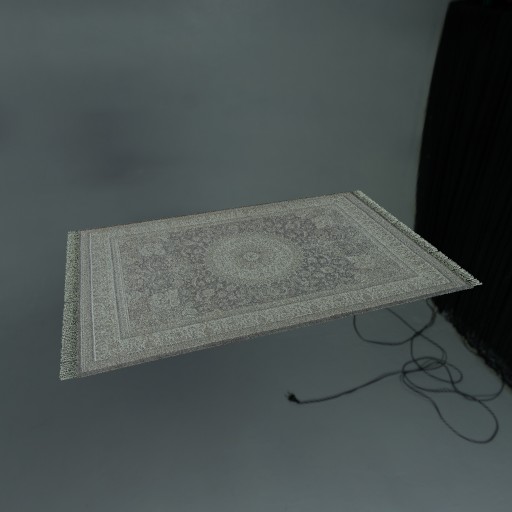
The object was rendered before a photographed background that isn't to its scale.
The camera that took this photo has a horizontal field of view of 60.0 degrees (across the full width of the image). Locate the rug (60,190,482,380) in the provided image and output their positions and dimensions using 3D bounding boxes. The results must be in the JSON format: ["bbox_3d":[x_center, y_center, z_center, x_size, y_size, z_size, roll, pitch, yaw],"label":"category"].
[{"bbox_3d":[0.000,0.000,3.008,2.440,0.010,1.528,-10,33,-16],"label":"rug"}]
